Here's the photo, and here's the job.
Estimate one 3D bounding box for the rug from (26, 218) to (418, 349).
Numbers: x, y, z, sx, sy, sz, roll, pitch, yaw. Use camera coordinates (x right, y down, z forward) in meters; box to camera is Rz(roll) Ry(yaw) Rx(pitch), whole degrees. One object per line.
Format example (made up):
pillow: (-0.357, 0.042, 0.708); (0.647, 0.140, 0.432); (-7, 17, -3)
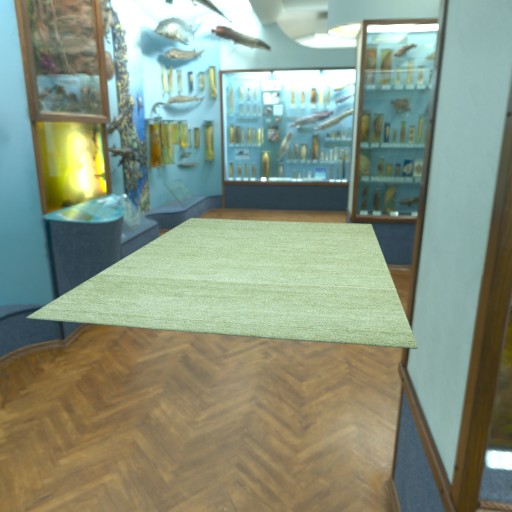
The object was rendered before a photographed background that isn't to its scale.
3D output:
rug: (0.000, 0.000, 2.837); (1.606, 0.017, 2.270); (3, 16, 9)
